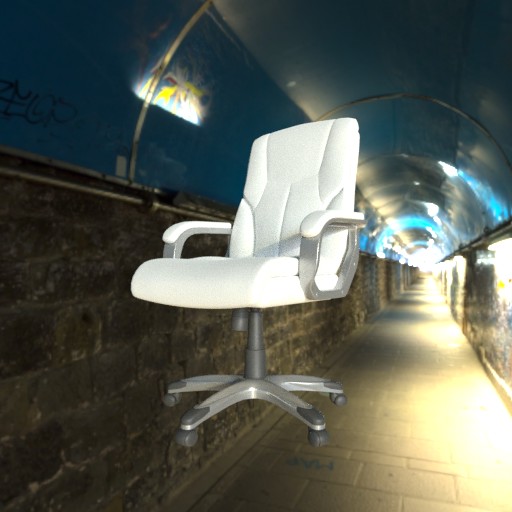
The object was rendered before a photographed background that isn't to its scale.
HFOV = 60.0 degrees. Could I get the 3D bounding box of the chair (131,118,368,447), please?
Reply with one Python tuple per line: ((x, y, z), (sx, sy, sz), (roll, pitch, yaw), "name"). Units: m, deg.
((0.000, 0.000, 1.584), (0.687, 1.120, 0.738), (-1, -2, 37), "chair")
